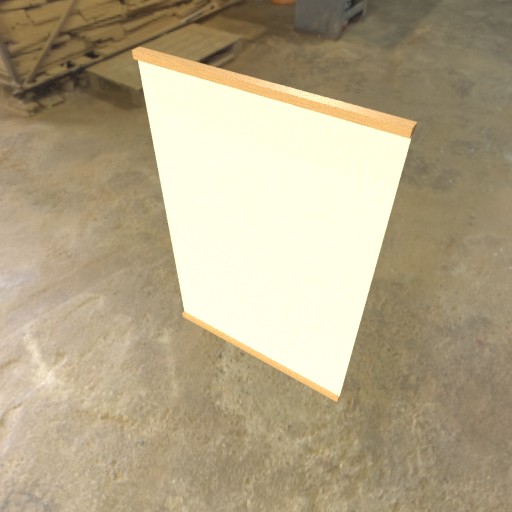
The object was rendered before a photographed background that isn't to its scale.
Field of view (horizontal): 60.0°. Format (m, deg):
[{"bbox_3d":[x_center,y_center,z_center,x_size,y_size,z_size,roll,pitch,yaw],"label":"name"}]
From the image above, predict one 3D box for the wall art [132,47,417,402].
[{"bbox_3d":[0.000,0.000,1.888,0.991,1.510,0.040,24,50,22],"label":"wall art"}]
